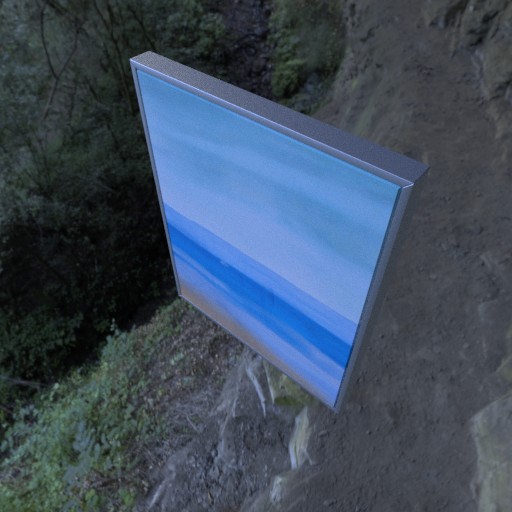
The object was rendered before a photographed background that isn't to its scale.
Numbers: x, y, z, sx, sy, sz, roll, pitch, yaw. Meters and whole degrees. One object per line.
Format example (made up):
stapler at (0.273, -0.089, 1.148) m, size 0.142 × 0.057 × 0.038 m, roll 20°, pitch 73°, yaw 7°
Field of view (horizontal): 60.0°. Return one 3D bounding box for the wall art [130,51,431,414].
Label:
wall art at (0.000, 0.000, 0.752) m, size 0.445 × 0.553 × 0.039 m, roll 32°, pitch 55°, yaw 26°
